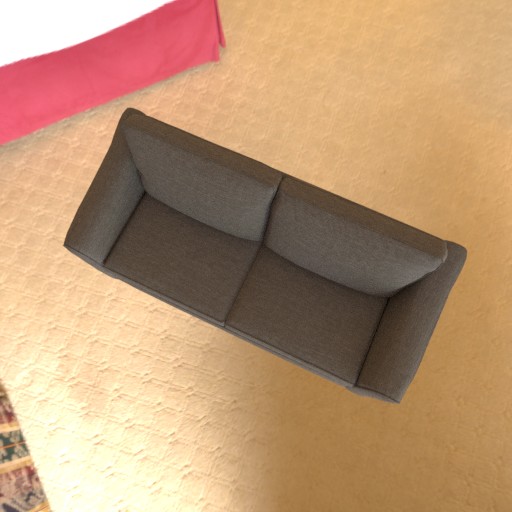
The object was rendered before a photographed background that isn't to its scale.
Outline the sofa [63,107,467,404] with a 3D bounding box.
[{"bbox_3d":[0.000,0.000,2.806,2.270,0.950,0.971,24,75,7],"label":"sofa"}]
